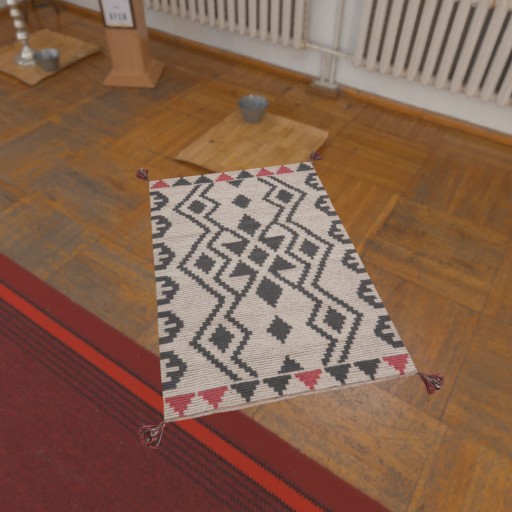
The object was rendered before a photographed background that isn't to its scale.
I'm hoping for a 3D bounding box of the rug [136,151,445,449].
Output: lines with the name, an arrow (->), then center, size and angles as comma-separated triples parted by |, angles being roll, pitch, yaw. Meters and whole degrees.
rug -> 0.000, 0.000, 2.671 | 1.444, 0.067, 2.069 | -8, 47, -8
